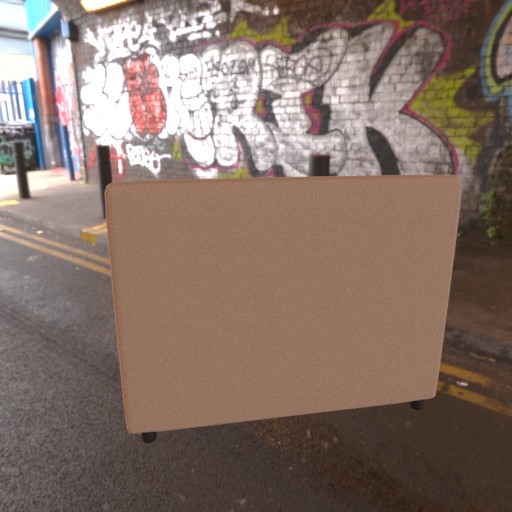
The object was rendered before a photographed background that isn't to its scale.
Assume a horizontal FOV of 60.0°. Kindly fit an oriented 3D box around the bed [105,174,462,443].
[{"bbox_3d":[0.000,0.000,3.173,1.748,1.330,2.142,-3,16,-10],"label":"bed"}]
